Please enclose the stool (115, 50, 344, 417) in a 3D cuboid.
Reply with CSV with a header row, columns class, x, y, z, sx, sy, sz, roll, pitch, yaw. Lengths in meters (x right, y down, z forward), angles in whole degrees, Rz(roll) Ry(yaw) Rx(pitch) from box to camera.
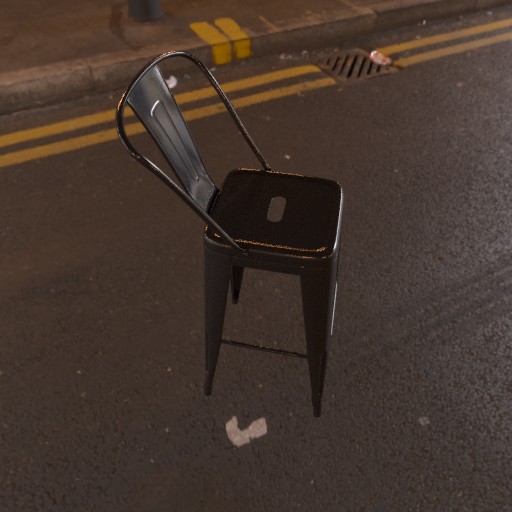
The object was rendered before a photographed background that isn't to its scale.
class,x,y,z,sx,sy,sz,roll,pitch,yaw
stool,0.000,0.000,1.279,0.528,1.022,0.432,9,47,8
